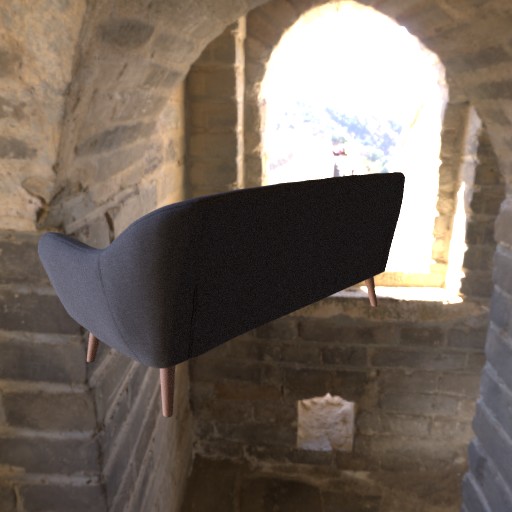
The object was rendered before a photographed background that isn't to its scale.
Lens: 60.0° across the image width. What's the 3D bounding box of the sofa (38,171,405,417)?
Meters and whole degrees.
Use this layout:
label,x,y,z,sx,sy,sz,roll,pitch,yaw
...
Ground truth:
label,x,y,z,sx,sy,sz,roll,pitch,yaw
sofa,0.000,0.000,2.225,0.820,0.820,1.840,14,21,42
